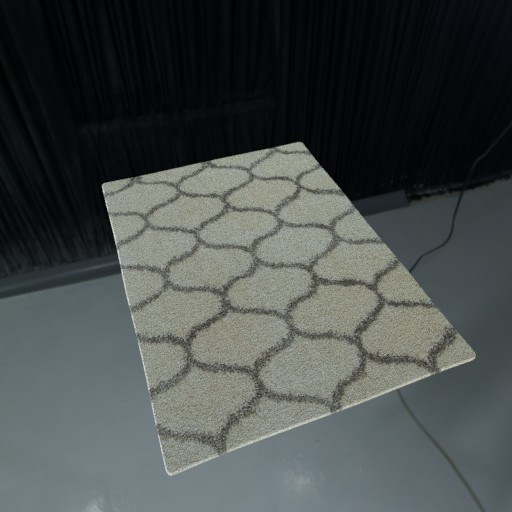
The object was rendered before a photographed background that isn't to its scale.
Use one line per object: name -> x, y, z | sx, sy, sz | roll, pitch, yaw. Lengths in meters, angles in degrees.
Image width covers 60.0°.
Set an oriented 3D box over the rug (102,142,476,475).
rug -> 0.000, 0.000, 2.055 | 1.200, 0.025, 1.600 | -15, 48, -14
